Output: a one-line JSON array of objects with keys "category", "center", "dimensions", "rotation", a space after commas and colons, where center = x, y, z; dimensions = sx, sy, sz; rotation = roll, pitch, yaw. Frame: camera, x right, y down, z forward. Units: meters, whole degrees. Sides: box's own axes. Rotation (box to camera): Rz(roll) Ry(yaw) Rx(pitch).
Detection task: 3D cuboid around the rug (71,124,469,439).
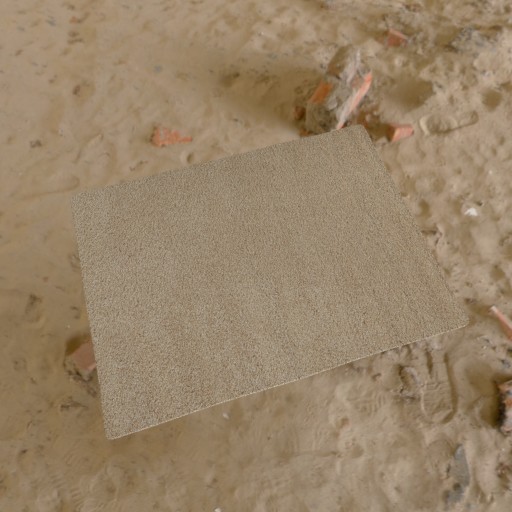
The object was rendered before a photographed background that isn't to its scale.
[{"category": "rug", "center": [0.000, 0.000, 2.098], "dimensions": [1.600, 0.025, 1.199], "rotation": [-16, 65, -7]}]
